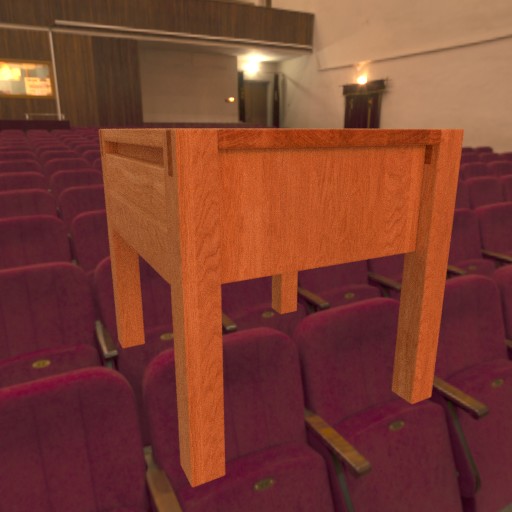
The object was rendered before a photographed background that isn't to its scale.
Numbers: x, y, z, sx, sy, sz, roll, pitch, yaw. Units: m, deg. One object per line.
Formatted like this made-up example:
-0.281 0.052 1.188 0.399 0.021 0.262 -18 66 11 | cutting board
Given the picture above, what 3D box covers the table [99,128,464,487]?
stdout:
0.000 0.000 0.817 0.440 0.450 0.480 -8 18 -27 | table
